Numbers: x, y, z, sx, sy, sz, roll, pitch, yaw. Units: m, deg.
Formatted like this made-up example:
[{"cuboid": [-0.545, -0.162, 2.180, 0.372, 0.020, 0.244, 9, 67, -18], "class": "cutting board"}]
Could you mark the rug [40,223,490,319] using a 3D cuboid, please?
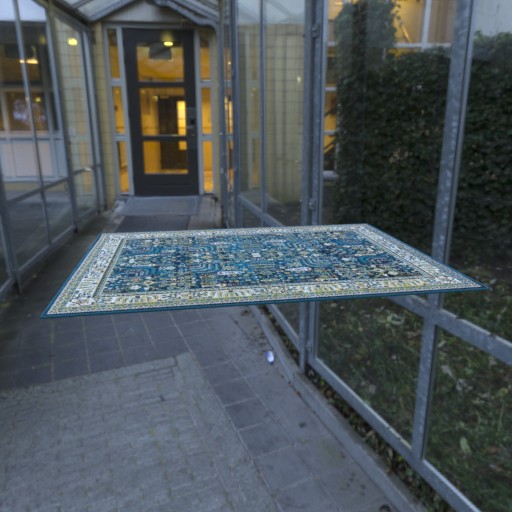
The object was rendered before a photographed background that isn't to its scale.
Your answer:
[{"cuboid": [0.000, 0.000, 2.899, 2.213, 0.013, 1.594, -3, 17, -9], "class": "rug"}]
